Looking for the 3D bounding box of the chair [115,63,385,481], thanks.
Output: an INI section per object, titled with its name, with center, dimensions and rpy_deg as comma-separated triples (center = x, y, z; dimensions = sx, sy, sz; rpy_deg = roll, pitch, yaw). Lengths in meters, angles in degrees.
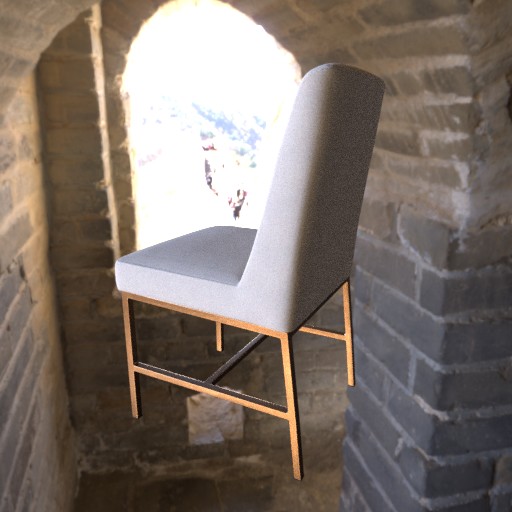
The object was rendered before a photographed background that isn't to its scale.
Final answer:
[chair]
center = 0.000, 0.000, 1.240
dimensions = 0.597, 0.933, 0.503
rpy_deg = 8, 18, 27
